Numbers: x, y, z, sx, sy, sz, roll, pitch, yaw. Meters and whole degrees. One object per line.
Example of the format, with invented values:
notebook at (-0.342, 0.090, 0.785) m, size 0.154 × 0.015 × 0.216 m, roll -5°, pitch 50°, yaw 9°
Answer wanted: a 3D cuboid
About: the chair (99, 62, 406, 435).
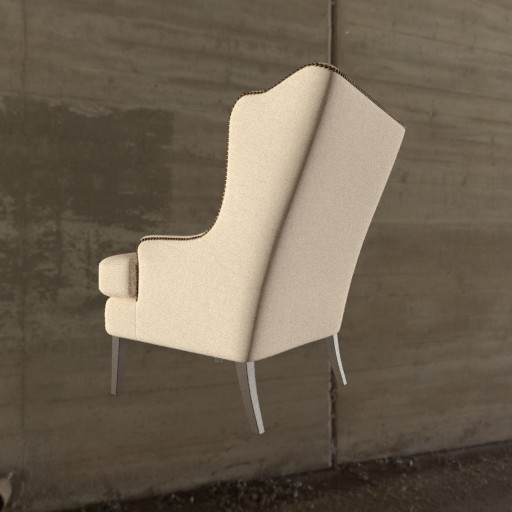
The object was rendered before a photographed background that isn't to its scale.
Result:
chair at (0.000, 0.000, 1.657) m, size 0.940 × 1.029 × 0.737 m, roll 0°, pitch 0°, yaw 35°
